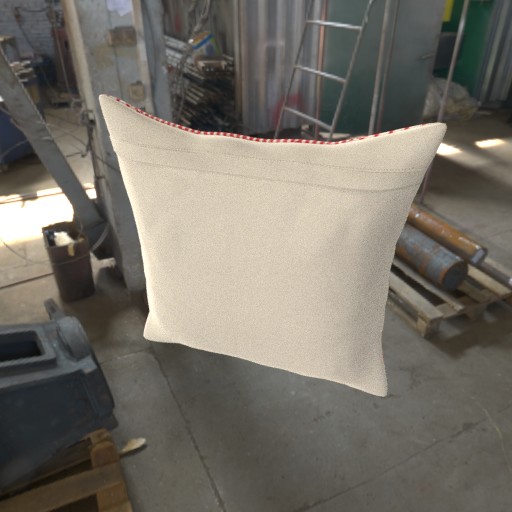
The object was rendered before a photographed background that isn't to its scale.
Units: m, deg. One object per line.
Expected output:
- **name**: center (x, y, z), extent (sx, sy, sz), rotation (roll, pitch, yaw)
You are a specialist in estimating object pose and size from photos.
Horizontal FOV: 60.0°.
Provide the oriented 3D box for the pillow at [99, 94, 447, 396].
- **pillow**: center (0.000, 0.000, 0.689), extent (0.463, 0.454, 0.160), rotation (10, 33, 16)
